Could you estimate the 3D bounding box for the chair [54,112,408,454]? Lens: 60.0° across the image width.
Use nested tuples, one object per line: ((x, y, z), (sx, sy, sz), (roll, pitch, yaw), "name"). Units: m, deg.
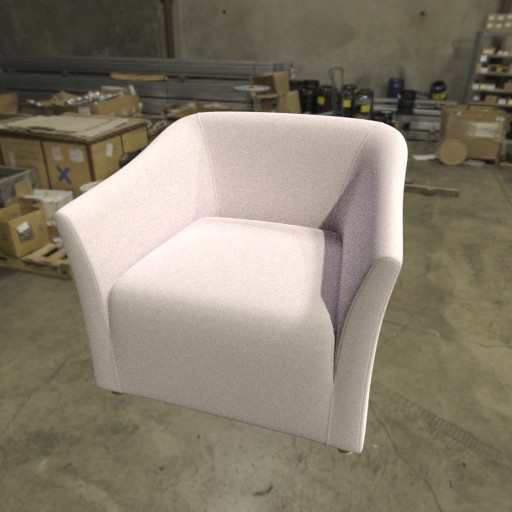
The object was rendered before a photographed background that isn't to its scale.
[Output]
((0.000, 0.000, 1.312), (0.790, 0.720, 0.700), (8, 28, 16), "chair")
